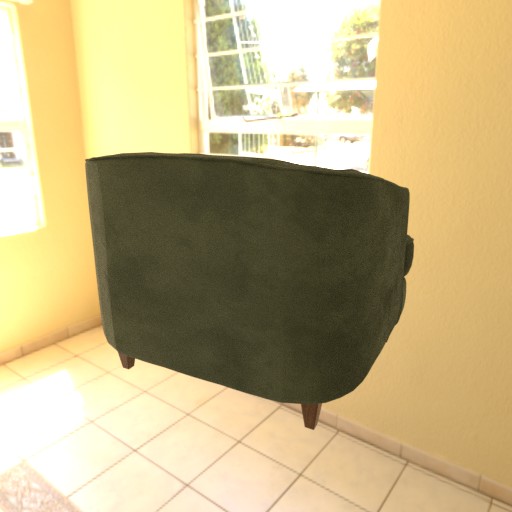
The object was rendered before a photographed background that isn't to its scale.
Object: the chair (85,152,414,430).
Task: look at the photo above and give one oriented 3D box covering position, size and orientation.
[{"bbox_3d":[0.000,0.000,1.783,1.104,0.852,0.941,9,19,26],"label":"chair"}]
